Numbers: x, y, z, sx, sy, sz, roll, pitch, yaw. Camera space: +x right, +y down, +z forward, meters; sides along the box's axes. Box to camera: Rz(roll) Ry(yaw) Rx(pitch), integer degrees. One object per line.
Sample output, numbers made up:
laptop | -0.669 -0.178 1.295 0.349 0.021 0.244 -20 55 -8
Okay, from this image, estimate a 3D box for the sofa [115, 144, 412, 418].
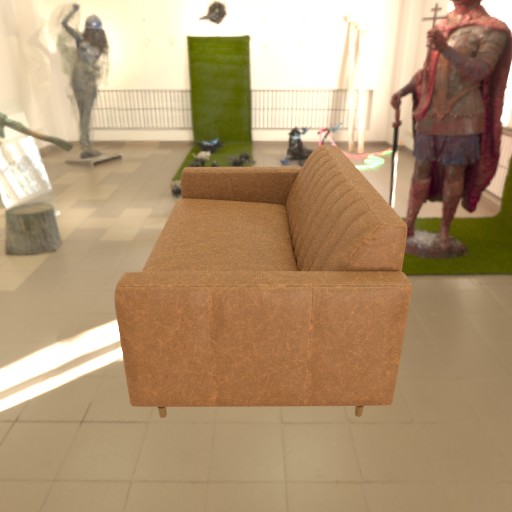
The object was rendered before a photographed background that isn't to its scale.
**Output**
sofa | 0.000 0.000 2.138 0.960 0.820 1.549 0 25 0
